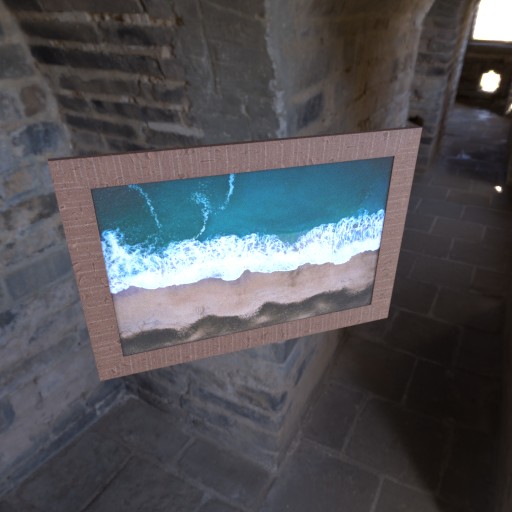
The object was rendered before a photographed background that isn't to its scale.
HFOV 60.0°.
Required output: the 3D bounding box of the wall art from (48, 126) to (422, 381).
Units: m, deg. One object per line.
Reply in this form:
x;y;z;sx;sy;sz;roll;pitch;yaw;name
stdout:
0.000;0.000;1.207;0.917;0.626;0.019;-9;31;-16;wall art
